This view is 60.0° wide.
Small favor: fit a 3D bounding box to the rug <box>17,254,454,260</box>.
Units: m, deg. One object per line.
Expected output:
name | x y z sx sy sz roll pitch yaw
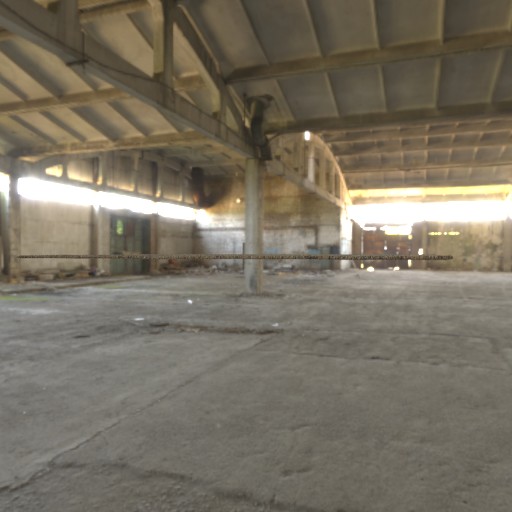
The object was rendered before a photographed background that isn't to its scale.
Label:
rug | 0.000 0.000 4.142 3.199 0.036 2.414 0 1 20
